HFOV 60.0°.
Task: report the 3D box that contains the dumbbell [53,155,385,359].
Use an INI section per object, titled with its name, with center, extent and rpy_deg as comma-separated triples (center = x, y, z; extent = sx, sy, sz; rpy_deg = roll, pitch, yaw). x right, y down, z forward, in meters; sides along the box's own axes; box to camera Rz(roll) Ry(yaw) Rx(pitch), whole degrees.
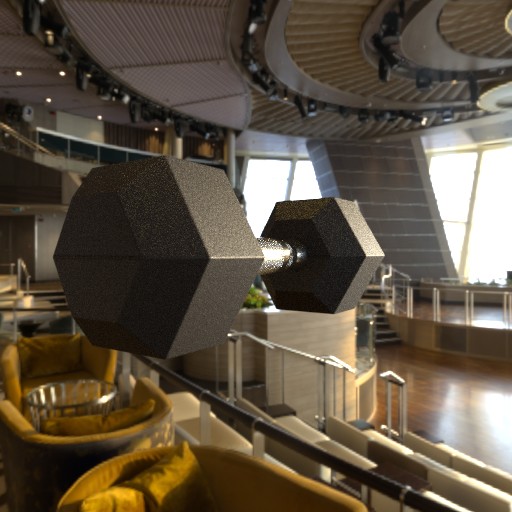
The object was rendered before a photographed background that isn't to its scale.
[dumbbell]
center = 0.000, 0.000, 0.372
extent = 0.129, 0.113, 0.315
rpy_deg = 0, 0, 35
